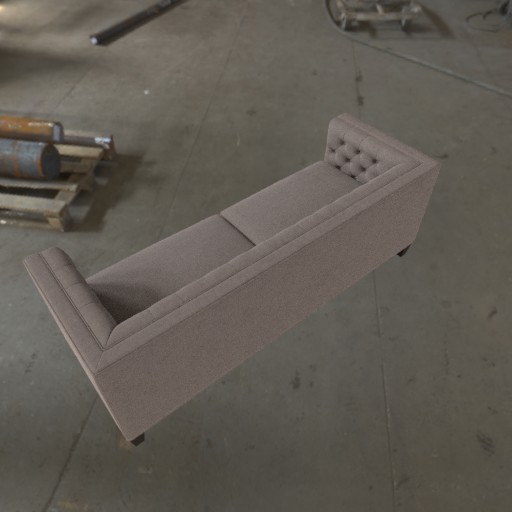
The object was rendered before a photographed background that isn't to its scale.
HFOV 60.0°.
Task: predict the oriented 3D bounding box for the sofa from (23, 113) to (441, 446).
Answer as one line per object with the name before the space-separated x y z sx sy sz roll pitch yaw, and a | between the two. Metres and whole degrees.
sofa | 0.000 0.000 2.572 2.159 0.762 0.775 -30 53 -26
